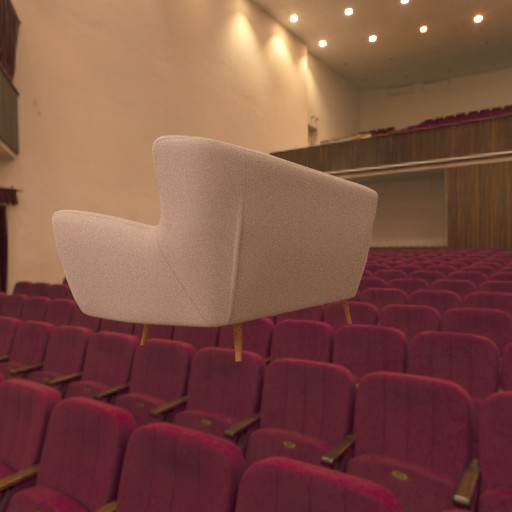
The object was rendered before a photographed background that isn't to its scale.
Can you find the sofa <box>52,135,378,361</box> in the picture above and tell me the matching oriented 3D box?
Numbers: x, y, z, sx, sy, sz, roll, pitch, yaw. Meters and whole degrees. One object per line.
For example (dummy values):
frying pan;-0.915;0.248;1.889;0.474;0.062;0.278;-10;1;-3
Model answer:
sofa;0.000;0.000;2.455;0.899;0.890;1.930;0;1;35
